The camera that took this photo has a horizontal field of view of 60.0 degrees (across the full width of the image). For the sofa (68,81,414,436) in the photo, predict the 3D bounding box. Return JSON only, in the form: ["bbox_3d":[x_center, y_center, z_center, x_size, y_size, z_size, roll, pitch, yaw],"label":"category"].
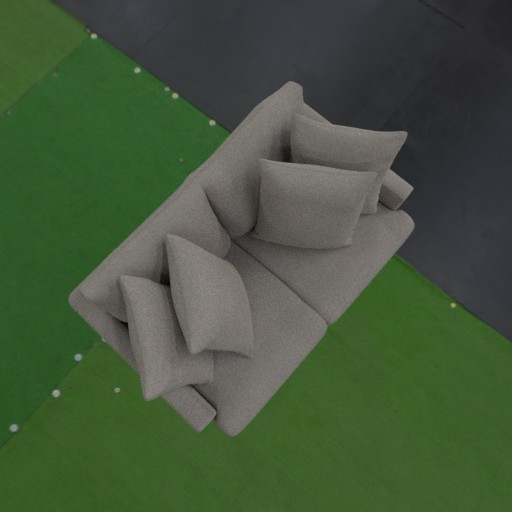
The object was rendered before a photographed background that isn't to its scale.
[{"bbox_3d":[0.000,0.000,2.657,1.228,1.080,1.869,41,79,10],"label":"sofa"}]
